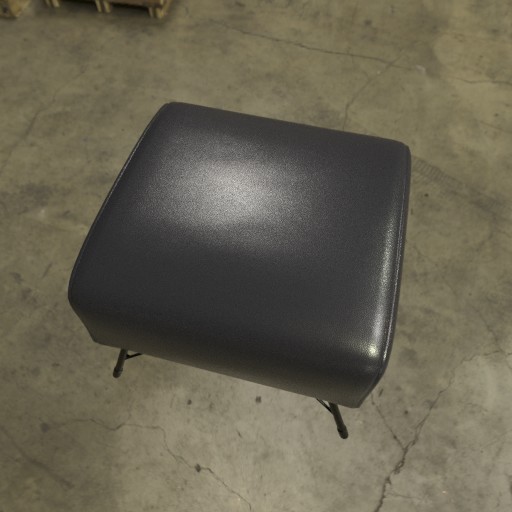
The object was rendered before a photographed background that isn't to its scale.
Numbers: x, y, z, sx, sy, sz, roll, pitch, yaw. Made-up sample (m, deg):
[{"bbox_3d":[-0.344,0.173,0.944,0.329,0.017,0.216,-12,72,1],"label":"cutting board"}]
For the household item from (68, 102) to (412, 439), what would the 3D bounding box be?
[{"bbox_3d":[0.000,0.000,0.914,0.530,0.410,0.530,12,59,8],"label":"household item"}]
